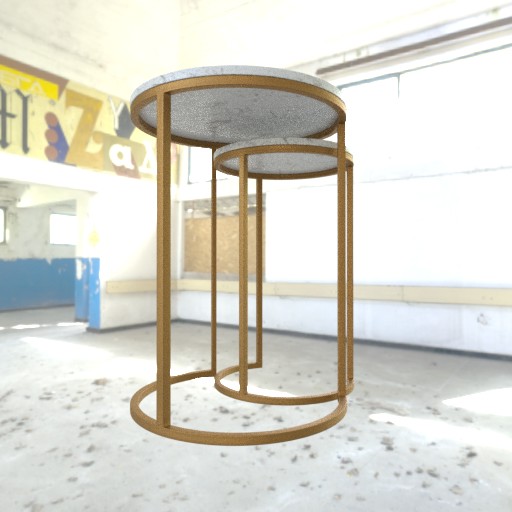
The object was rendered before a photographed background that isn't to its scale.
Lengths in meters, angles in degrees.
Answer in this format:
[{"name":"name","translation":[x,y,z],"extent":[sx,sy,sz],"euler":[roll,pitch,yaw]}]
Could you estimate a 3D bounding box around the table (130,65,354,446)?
[{"name":"table","translation":[0.000,0.000,0.882],"extent":[0.400,0.550,0.507],"euler":[0,0,36]}]
